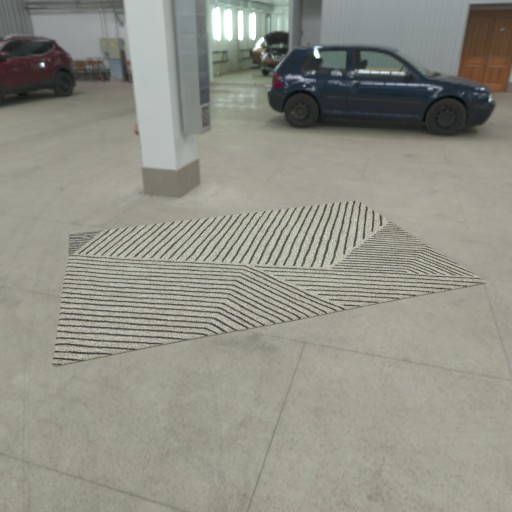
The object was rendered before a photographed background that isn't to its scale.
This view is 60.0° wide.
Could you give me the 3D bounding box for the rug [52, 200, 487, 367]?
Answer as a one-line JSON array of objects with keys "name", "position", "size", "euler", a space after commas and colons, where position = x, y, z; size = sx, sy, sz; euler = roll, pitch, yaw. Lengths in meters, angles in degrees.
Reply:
[{"name": "rug", "position": [0.000, 0.000, 2.953], "size": [2.406, 0.023, 1.539], "euler": [-8, 28, -16]}]
